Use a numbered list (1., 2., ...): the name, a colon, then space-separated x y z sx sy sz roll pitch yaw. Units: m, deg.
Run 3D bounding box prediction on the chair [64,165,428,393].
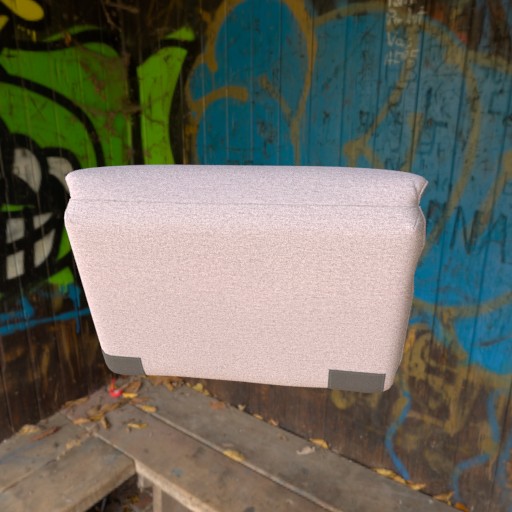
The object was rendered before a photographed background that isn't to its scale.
1. chair: 0.000 0.000 1.341 0.820 0.580 0.780 2 16 7
